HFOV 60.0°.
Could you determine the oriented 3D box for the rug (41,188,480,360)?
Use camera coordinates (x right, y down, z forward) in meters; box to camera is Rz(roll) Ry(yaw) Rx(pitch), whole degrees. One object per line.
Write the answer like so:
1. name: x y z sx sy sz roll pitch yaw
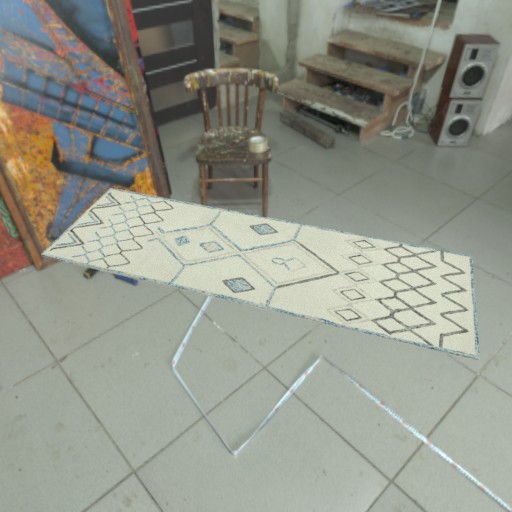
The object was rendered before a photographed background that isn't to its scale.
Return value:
1. rug: 0.000 0.000 2.620 2.434 0.013 0.770 12 42 13
